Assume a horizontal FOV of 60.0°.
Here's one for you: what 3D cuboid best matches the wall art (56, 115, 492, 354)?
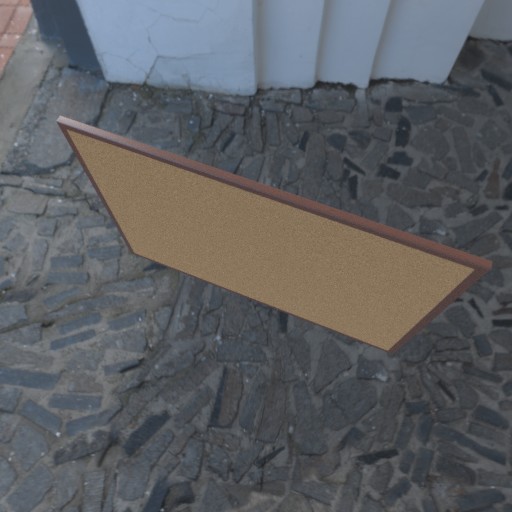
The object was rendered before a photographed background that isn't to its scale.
[{"bbox_3d":[0.000,0.000,0.833,0.660,0.455,0.014,20,66,10],"label":"wall art"}]
